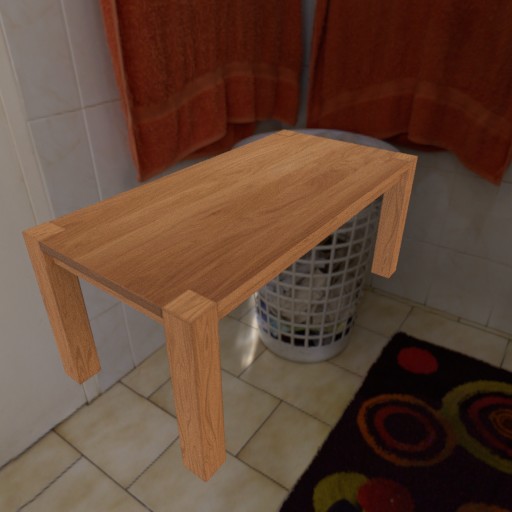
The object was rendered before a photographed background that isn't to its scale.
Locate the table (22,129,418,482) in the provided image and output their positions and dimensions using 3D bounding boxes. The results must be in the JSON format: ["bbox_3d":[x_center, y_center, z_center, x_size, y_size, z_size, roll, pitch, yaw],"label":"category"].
[{"bbox_3d":[0.000,0.000,2.283,0.900,0.760,1.800,21,37,31],"label":"table"}]
